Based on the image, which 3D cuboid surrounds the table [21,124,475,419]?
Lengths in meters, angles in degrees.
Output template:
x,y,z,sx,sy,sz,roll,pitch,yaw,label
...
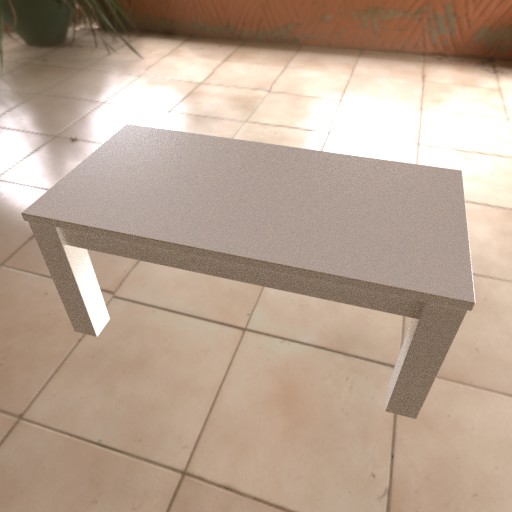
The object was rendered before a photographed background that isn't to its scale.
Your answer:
x,y,z,sx,sy,sz,roll,pitch,yaw,label
0.000,0.000,2.259,1.800,0.790,0.900,11,43,12,table
